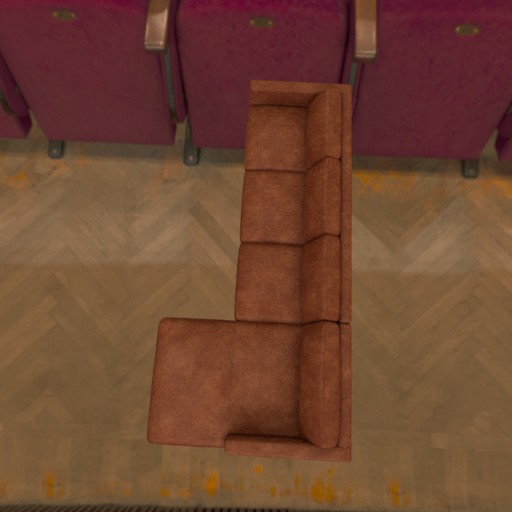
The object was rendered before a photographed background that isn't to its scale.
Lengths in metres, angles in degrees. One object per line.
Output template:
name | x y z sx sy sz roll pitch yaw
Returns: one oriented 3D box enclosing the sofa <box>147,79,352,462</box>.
sofa | 0.000 0.000 3.943 1.581 0.883 3.203 3 75 1
